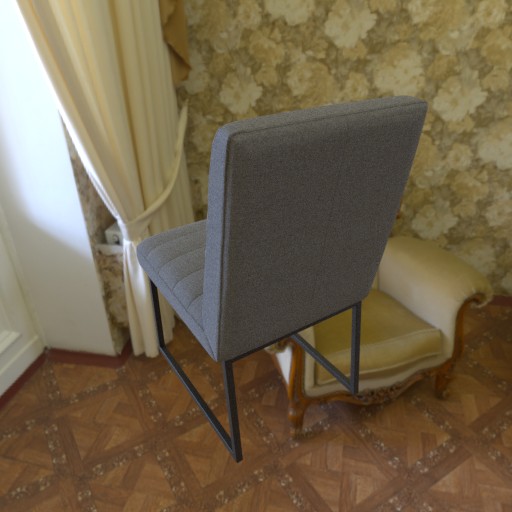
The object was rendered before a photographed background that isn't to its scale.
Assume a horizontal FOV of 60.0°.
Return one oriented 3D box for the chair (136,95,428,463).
[{"bbox_3d":[0.000,0.000,1.285,0.520,0.930,0.634,-18,35,-28],"label":"chair"}]
